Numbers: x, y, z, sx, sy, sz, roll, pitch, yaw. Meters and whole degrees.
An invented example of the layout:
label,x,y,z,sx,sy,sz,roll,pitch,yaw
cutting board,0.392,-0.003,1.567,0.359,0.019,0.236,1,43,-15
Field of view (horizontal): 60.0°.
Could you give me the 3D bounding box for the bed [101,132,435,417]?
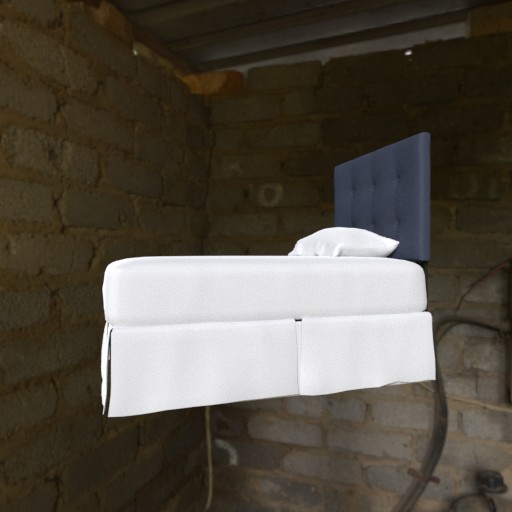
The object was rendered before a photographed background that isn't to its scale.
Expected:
label,x,y,z,sx,sy,sz,roll,pitch,yaw
bed,0.000,0.000,3.024,1.997,1.571,1.261,0,0,-19
